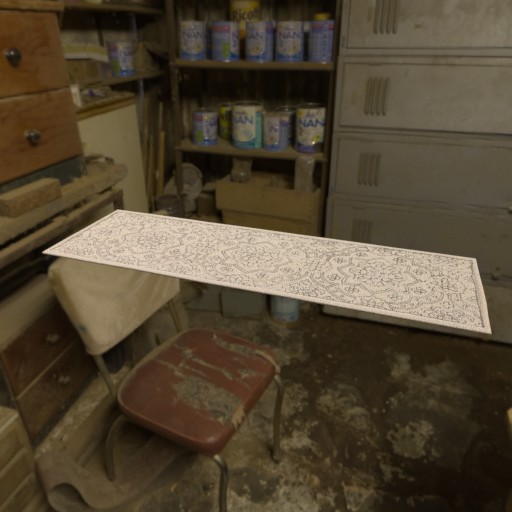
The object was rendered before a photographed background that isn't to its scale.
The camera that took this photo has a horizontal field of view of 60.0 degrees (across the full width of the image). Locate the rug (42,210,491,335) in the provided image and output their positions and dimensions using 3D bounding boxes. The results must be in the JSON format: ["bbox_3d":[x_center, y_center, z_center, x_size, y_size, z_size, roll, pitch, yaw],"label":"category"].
[{"bbox_3d":[0.000,0.000,2.609,2.448,0.012,0.769,9,28,17],"label":"rug"}]
